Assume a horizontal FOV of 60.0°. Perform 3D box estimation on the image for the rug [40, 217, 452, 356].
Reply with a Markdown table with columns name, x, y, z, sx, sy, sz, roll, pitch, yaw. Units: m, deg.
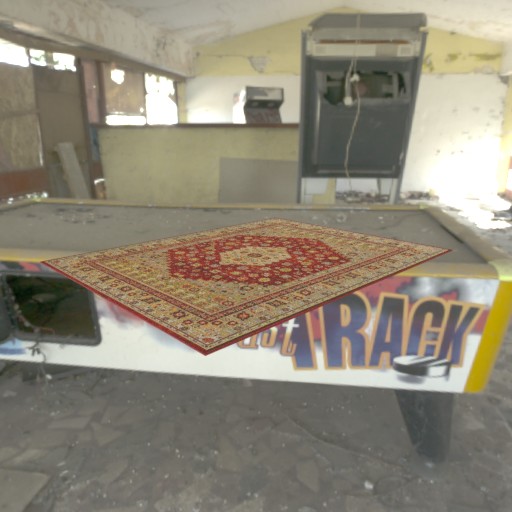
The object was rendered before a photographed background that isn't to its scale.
| name | x | y | z | sx | sy | sz | roll | pitch | yaw |
| --- | --- | --- | --- | --- | --- | --- | --- | --- | --- |
| rug | 0.000 | 0.000 | 4.144 | 3.053 | 0.013 | 2.387 | -15 | 21 | -42 |
